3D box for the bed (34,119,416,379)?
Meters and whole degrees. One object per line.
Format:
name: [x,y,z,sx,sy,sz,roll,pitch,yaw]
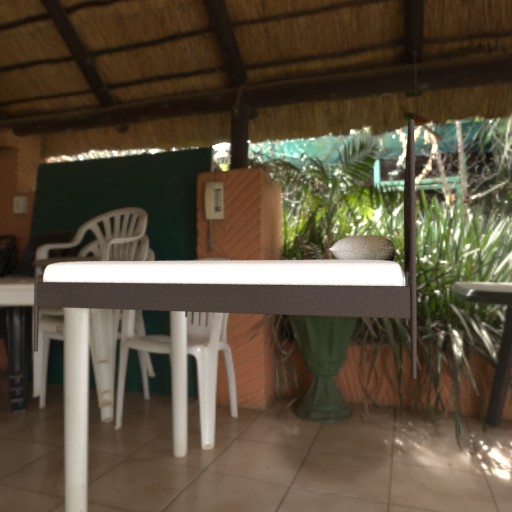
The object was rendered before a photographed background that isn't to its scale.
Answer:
bed: [0.000,0.000,3.270,2.151,1.173,1.993,-1,-2,18]
